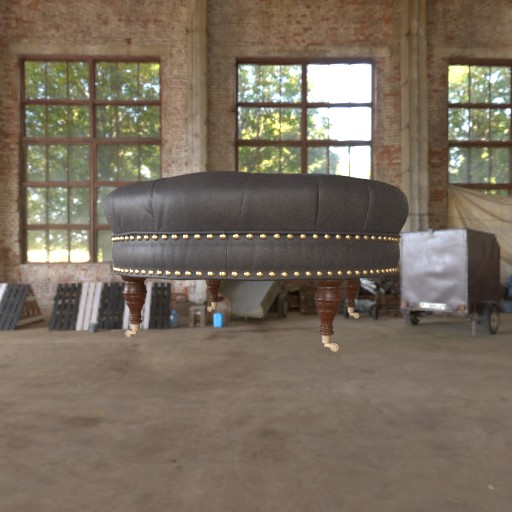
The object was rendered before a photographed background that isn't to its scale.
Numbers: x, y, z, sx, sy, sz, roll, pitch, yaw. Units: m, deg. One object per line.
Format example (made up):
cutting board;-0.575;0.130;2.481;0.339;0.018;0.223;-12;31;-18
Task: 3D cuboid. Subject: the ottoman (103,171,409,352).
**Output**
ottoman;0.000;0.000;1.384;0.901;0.439;0.901;0;1;0
